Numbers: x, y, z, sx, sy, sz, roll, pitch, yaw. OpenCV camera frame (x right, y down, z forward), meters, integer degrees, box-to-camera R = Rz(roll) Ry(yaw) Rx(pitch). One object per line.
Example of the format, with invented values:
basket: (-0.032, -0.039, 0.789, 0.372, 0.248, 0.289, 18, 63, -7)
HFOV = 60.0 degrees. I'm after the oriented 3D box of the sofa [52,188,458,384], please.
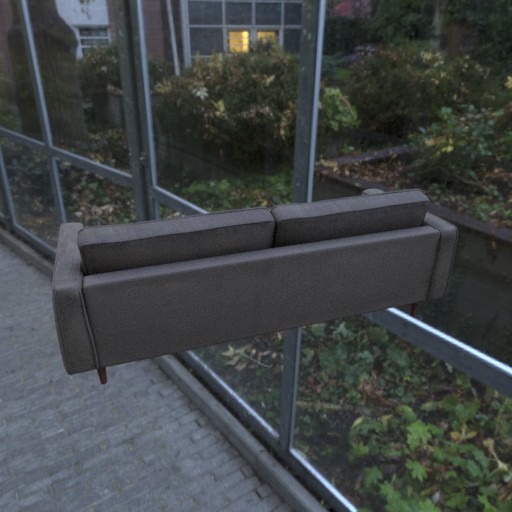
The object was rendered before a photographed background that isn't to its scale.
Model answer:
sofa: (0.000, 0.000, 2.751, 2.295, 0.813, 0.923, -9, 27, -17)
